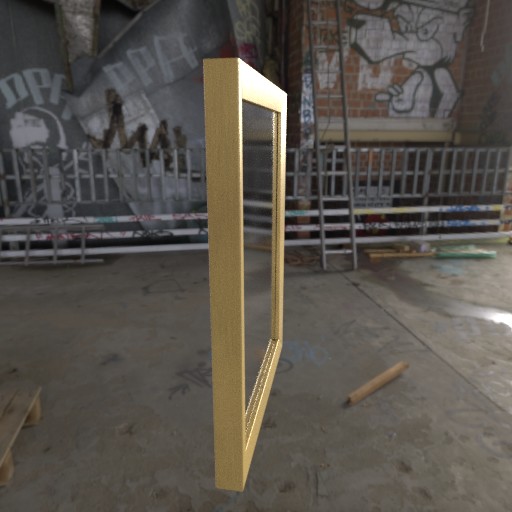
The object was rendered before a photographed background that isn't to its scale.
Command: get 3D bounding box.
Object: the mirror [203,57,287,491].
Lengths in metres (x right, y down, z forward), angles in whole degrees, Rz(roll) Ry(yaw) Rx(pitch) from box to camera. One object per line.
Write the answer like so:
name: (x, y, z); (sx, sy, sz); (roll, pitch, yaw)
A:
mirror: (0.000, 0.000, 0.689); (0.041, 0.508, 0.405); (3, 16, 10)
